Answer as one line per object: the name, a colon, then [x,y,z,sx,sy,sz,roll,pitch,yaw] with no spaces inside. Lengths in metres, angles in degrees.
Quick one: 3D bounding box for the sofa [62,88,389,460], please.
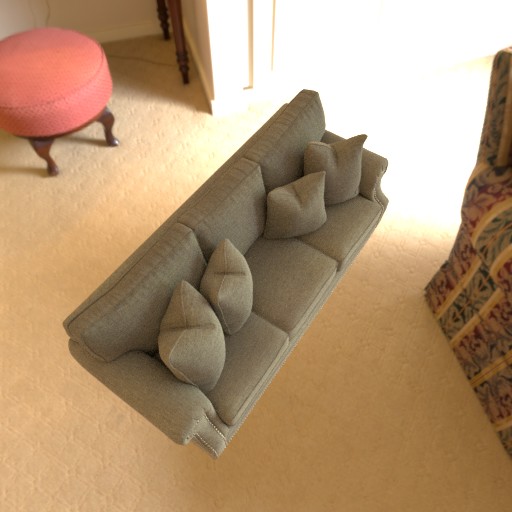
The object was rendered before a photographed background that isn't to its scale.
sofa: [0.000,0.000,2.840,0.965,0.975,2.312,30,62,18]
